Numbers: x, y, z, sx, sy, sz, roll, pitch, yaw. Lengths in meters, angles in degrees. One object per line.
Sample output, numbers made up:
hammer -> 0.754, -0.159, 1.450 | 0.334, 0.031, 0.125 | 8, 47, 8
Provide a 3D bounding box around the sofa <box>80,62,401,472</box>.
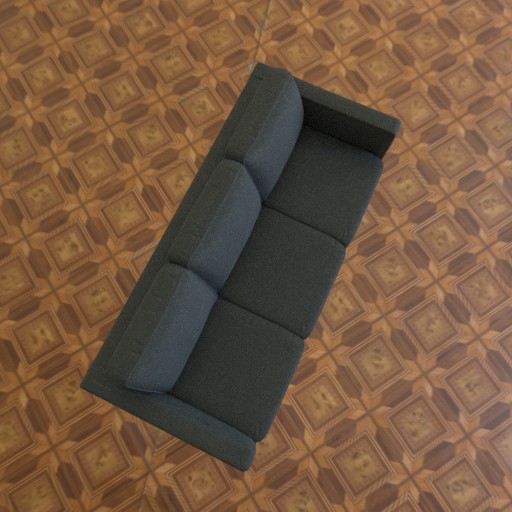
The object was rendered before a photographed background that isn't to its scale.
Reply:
sofa -> 0.000, 0.000, 2.527 | 0.935, 0.945, 2.013 | 25, 77, 6
